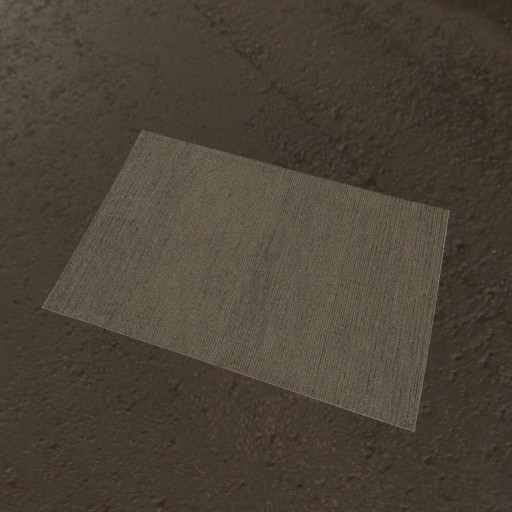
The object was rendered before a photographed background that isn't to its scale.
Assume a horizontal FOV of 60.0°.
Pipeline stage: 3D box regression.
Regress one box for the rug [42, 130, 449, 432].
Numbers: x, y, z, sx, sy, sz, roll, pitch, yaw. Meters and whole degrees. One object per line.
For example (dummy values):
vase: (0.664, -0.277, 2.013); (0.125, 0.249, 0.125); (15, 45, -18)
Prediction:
rug: (0.000, 0.000, 2.209); (1.773, 0.021, 1.149); (16, 64, 8)
